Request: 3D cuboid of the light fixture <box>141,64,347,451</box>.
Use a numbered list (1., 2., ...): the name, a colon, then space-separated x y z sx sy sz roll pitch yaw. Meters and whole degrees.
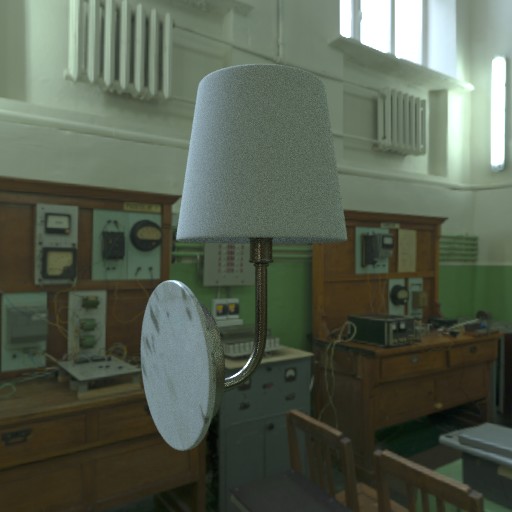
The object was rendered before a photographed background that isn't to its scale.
1. light fixture: 0.000 0.000 0.447 0.188 0.337 0.168 0 0 -35
